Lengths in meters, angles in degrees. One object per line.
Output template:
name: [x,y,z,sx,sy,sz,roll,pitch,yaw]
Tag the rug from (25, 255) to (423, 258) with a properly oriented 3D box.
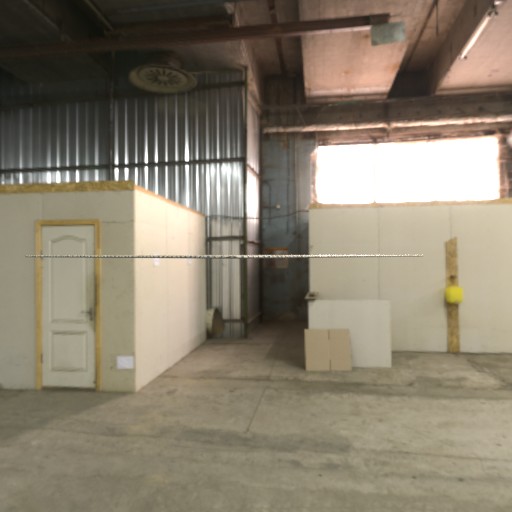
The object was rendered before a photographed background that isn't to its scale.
rug: [0.000,0.000,2.219,1.144,0.008,1.752,0,0,37]
